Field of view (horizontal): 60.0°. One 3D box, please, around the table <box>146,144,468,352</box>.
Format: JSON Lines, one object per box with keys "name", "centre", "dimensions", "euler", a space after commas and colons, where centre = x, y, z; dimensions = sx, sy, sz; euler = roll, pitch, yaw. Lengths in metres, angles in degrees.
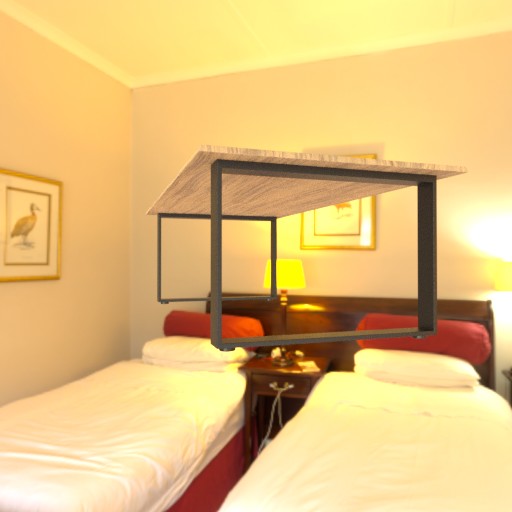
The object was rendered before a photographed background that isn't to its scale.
{"name": "table", "centre": [0.000, 0.000, 1.648], "dimensions": [0.693, 0.445, 1.331], "euler": [0, -1, -19]}
